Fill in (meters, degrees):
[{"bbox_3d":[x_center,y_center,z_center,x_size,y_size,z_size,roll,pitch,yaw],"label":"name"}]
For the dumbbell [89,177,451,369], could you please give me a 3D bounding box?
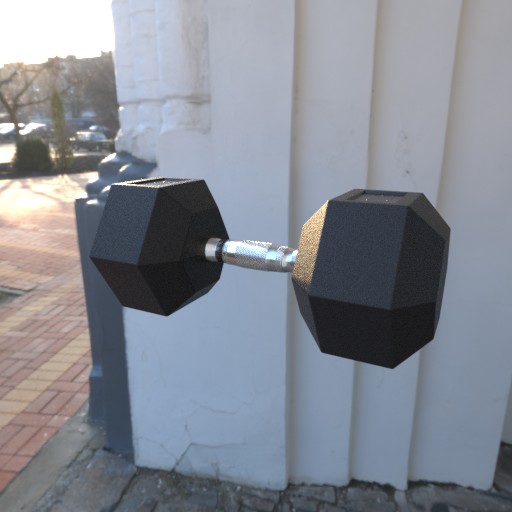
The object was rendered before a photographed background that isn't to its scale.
[{"bbox_3d":[0.000,0.000,0.490,0.384,0.150,0.173,8,18,26],"label":"dumbbell"}]
